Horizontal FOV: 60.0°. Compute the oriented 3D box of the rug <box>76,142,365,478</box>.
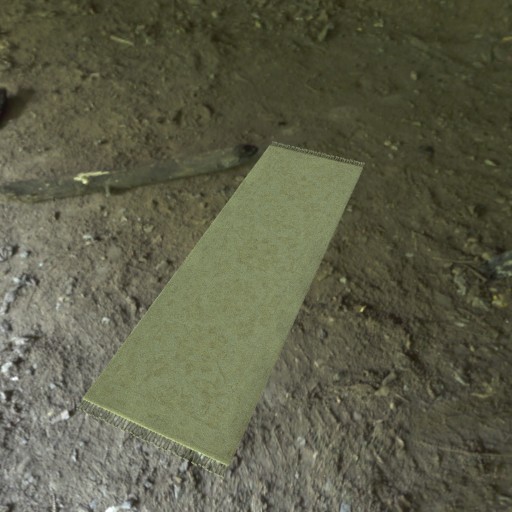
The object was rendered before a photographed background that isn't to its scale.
[{"bbox_3d":[0.000,0.000,2.829,0.795,0.015,2.544,17,49,16],"label":"rug"}]
